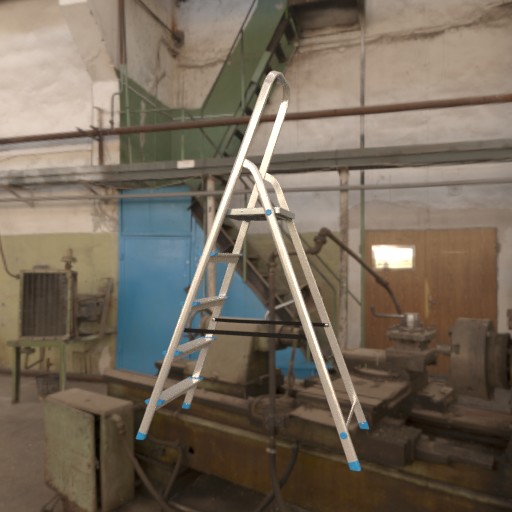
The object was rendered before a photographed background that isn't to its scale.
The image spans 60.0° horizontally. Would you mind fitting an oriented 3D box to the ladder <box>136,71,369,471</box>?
[{"bbox_3d":[0.000,0.000,2.071,0.990,1.648,0.468,0,-1,18],"label":"ladder"}]
